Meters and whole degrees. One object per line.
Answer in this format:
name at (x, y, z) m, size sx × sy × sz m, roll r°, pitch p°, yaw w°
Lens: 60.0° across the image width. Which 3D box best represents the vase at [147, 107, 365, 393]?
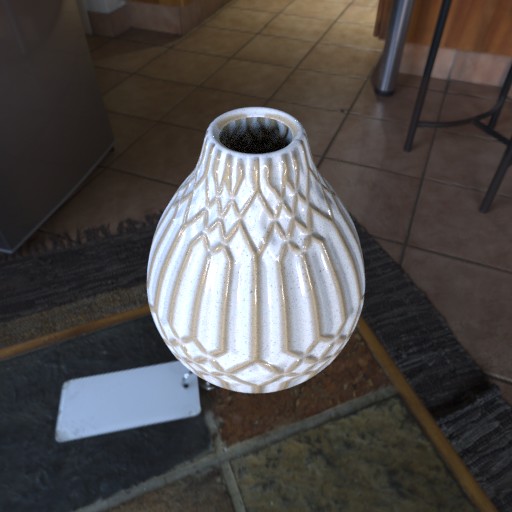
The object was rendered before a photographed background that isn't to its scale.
vase at (0.000, 0.000, 0.313) m, size 0.159 × 0.200 × 0.159 m, roll 0°, pitch 47°, yaw 0°
